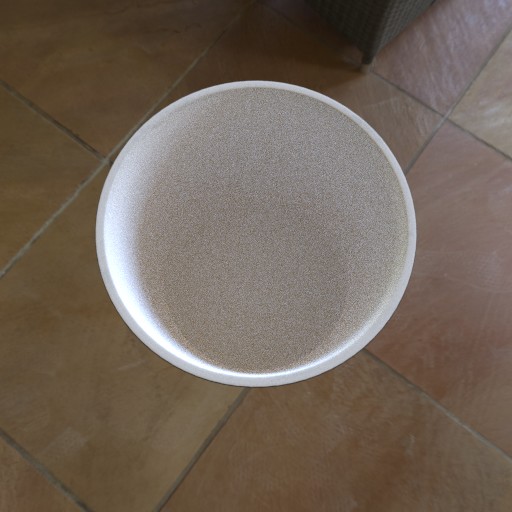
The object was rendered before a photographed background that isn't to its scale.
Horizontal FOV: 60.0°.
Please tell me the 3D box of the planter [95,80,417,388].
[{"bbox_3d":[0.000,0.000,0.402,0.221,0.201,0.221,0,76,0],"label":"planter"}]
